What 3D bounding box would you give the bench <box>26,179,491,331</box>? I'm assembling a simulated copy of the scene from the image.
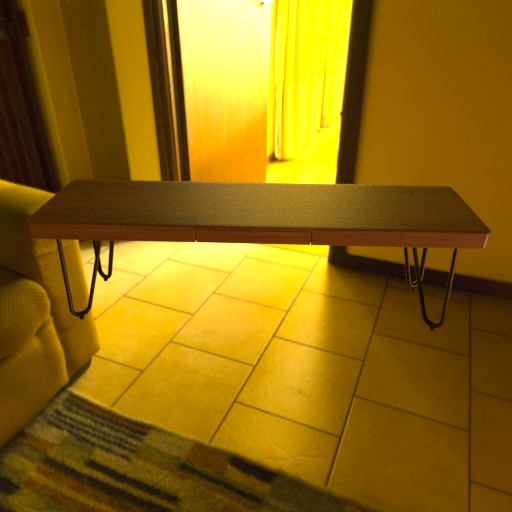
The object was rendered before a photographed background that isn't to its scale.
[{"bbox_3d":[0.000,0.000,1.773,1.570,0.462,0.425,1,30,2],"label":"bench"}]
